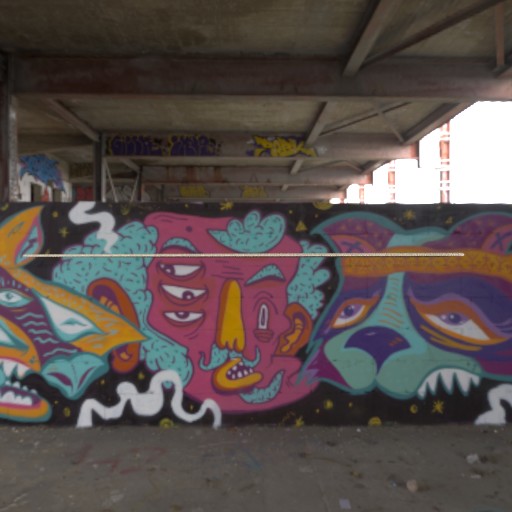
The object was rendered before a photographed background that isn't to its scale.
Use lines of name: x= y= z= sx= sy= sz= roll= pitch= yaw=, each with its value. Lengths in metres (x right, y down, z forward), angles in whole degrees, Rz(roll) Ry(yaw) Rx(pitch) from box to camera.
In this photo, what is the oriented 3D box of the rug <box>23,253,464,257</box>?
rug: x=0.000 y=0.000 z=2.288 sx=1.829 sy=0.010 sz=1.219 roll=0 pitch=0 yaw=19
